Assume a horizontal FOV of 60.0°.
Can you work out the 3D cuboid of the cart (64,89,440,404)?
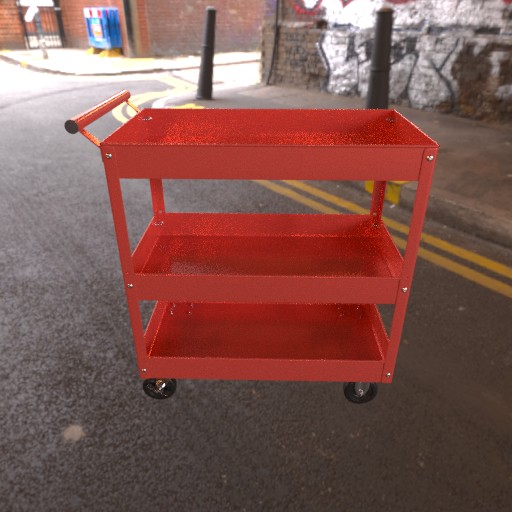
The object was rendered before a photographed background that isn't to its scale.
[{"bbox_3d":[0.000,0.000,1.176,0.719,0.780,0.366,1,29,1],"label":"cart"}]
